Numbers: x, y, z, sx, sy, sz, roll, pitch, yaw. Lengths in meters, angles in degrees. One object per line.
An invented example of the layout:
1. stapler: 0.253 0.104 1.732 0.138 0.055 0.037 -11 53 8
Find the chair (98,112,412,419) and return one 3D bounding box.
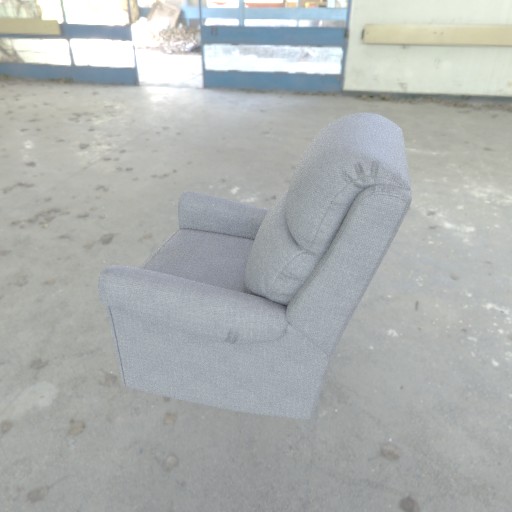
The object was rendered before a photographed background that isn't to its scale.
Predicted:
1. chair: 0.000 0.000 1.772 1.014 1.054 0.838 7 31 12
